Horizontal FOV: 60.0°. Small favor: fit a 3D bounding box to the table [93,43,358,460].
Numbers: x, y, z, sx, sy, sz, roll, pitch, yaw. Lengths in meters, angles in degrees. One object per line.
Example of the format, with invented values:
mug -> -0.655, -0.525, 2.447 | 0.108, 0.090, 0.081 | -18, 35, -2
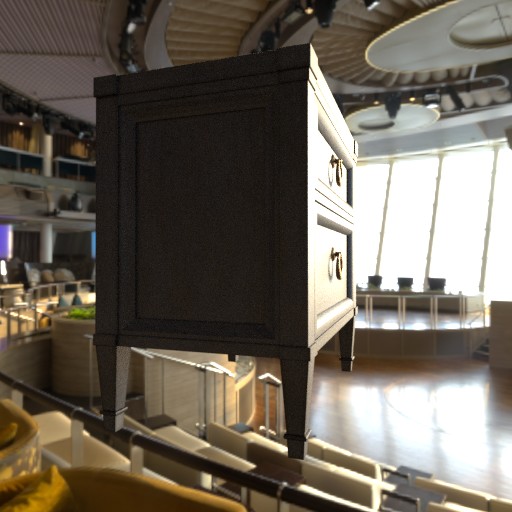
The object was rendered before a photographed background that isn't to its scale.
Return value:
table -> 0.000, 0.000, 1.066 | 0.413, 0.660, 0.660 | 0, -1, 19
